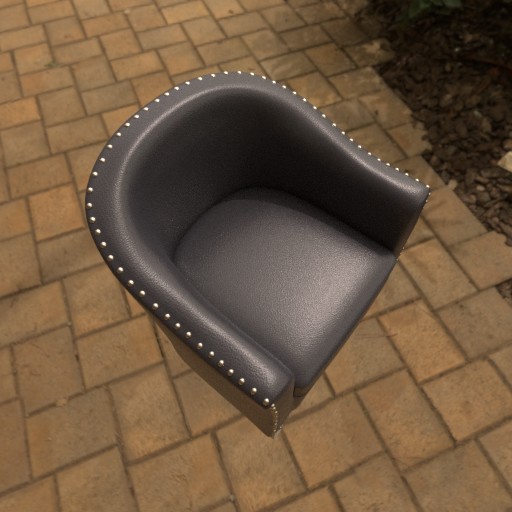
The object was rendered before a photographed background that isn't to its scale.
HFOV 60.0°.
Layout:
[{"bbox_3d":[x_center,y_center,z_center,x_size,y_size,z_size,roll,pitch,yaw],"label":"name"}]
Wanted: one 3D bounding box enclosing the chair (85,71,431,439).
[{"bbox_3d":[0.000,0.000,1.405,0.748,0.823,0.794,34,64,19],"label":"chair"}]
